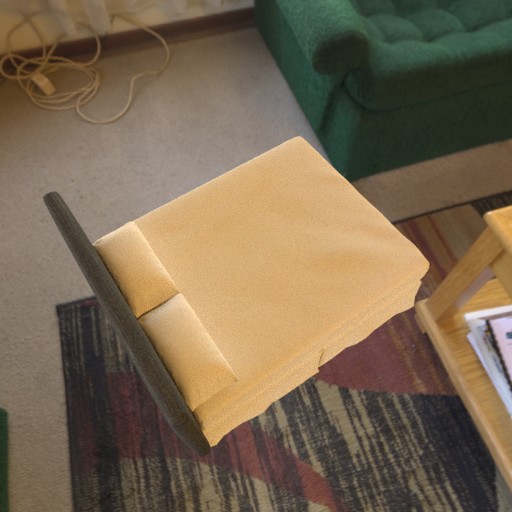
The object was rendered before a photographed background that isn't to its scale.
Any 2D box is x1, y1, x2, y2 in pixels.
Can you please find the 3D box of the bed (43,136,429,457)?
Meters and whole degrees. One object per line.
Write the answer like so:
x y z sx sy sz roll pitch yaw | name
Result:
0.000 0.000 3.241 2.142 1.330 1.723 -31 64 -17 | bed
